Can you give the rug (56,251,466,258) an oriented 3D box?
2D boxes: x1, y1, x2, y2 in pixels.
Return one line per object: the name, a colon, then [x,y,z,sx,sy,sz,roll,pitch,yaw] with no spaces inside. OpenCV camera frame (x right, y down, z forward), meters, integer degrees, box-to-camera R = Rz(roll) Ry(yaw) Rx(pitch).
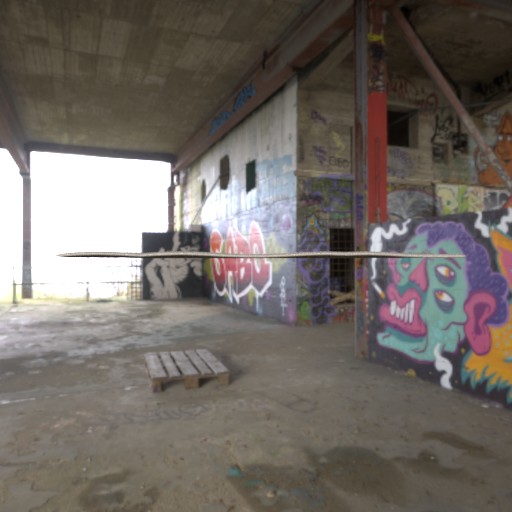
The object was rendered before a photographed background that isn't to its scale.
rug: [0.000,0.000,0.902,0.551,0.008,0.642,0,0,-2]
